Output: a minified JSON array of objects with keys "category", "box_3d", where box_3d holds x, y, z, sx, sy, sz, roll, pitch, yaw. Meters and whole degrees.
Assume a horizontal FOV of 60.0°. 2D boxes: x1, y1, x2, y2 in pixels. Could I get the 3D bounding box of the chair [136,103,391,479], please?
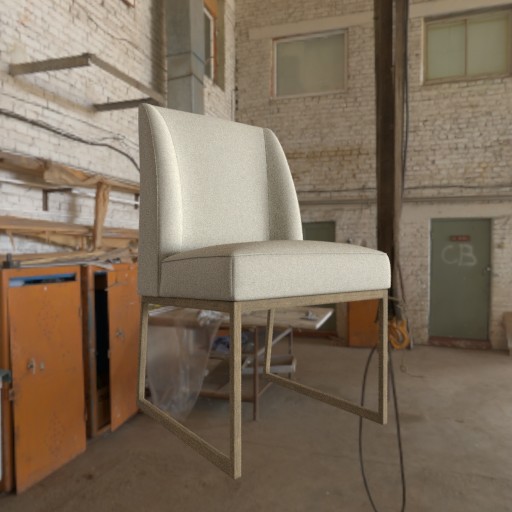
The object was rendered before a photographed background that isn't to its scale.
[{"category":"chair","box_3d":[0.000,0.000,1.198,0.508,0.863,0.522,-1,1,-36]}]
